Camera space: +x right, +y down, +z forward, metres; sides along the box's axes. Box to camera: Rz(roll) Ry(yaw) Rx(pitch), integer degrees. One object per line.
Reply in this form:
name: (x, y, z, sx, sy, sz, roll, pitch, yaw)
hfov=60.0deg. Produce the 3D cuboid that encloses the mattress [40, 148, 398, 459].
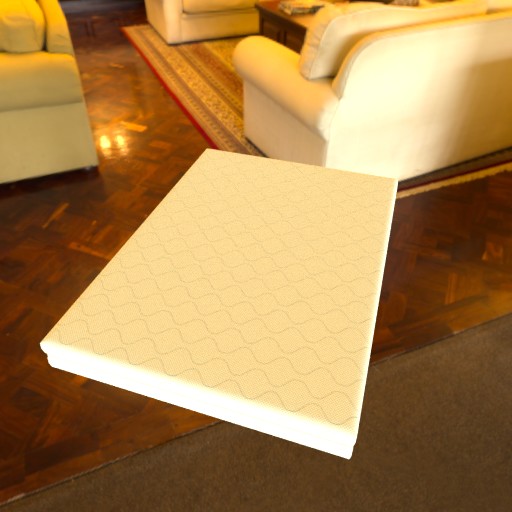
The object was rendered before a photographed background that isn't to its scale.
mattress: (0.000, 0.000, 2.525, 1.400, 0.200, 1.900, 12, 43, 14)
